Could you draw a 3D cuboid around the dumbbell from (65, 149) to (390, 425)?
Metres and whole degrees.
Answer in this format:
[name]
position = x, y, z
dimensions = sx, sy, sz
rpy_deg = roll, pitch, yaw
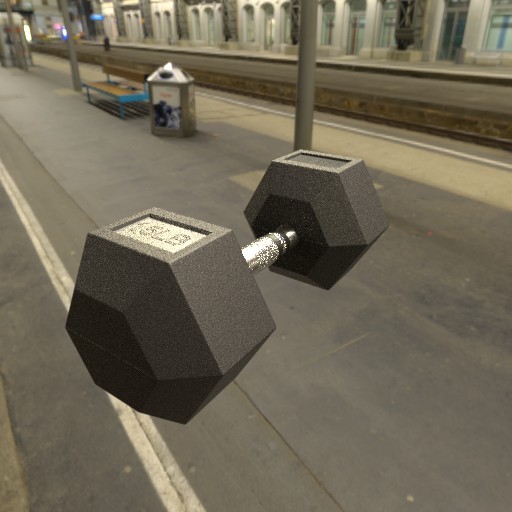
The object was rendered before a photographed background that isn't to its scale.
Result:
[dumbbell]
position = 0.000, 0.000, 0.331
dimensions = 0.122, 0.106, 0.271
rpy_deg = 18, 32, 31
